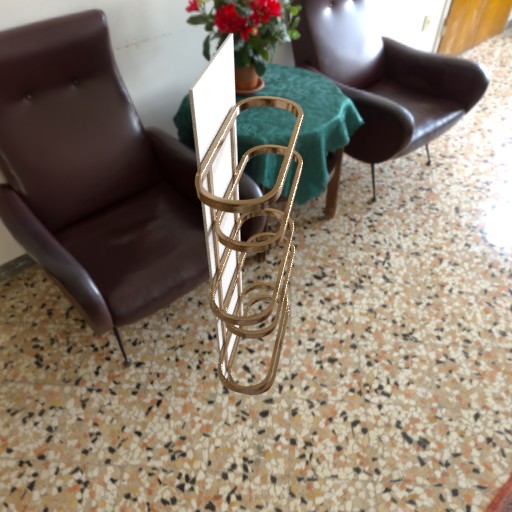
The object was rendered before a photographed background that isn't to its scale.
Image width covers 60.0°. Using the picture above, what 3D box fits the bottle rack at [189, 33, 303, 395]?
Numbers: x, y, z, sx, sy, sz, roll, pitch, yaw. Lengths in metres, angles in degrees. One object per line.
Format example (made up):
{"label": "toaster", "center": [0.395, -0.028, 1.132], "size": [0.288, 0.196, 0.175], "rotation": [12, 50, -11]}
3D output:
{"label": "bottle rack", "center": [0.000, 0.000, 0.819], "size": [0.118, 0.709, 0.332], "rotation": [9, 47, 9]}
